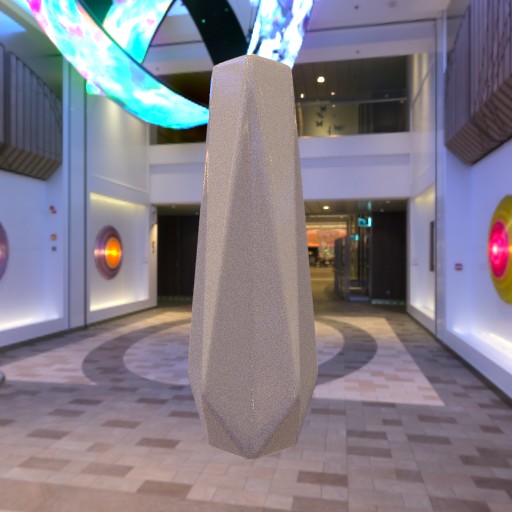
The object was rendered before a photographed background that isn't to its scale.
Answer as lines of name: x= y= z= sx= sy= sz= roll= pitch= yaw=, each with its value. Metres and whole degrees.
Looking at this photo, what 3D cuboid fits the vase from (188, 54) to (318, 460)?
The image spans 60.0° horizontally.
vase: x=0.000 y=0.000 z=0.390 sx=0.122 sy=0.329 sz=0.116 roll=0 pitch=0 yaw=-35
